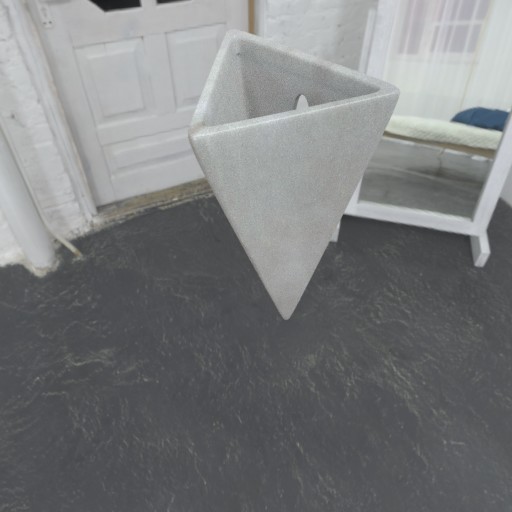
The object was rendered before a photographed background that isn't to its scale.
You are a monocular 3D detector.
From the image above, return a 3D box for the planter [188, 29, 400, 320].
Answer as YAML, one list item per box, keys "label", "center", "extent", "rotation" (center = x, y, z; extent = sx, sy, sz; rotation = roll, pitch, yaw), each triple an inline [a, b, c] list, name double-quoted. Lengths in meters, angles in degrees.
- label: "planter"
  center: [0.000, 0.000, 0.160]
  extent: [0.058, 0.130, 0.047]
  rotation: [33, 56, 26]
